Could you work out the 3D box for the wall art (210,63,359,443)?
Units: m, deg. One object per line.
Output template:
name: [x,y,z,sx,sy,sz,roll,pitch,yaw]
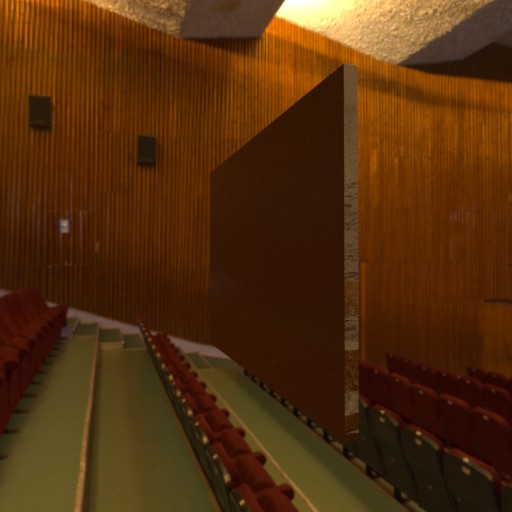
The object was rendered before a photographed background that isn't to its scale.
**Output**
wall art: [0.000,0.000,1.155,0.027,0.610,0.932,0,-1,-19]
